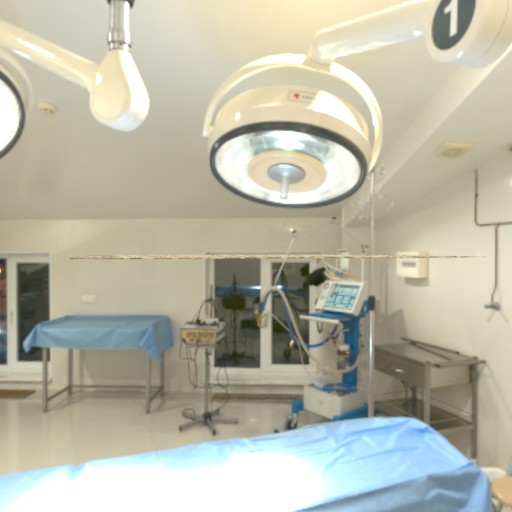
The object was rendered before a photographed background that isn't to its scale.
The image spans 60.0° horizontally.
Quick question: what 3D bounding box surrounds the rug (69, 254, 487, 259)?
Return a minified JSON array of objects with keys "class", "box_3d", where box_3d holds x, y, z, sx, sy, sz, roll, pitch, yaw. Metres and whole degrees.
[{"class":"rug","box_3d":[0.000,0.000,4.117,3.048,0.010,2.438,0,1,-18]}]
